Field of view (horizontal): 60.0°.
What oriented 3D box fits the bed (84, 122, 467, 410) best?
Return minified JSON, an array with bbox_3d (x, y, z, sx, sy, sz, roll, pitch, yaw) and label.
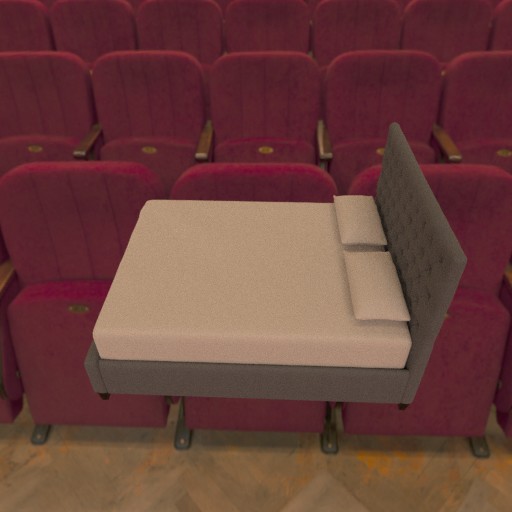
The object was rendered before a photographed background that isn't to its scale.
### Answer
[{"bbox_3d":[0.000,0.000,3.345,2.231,1.427,1.698,1,40,2],"label":"bed"}]
